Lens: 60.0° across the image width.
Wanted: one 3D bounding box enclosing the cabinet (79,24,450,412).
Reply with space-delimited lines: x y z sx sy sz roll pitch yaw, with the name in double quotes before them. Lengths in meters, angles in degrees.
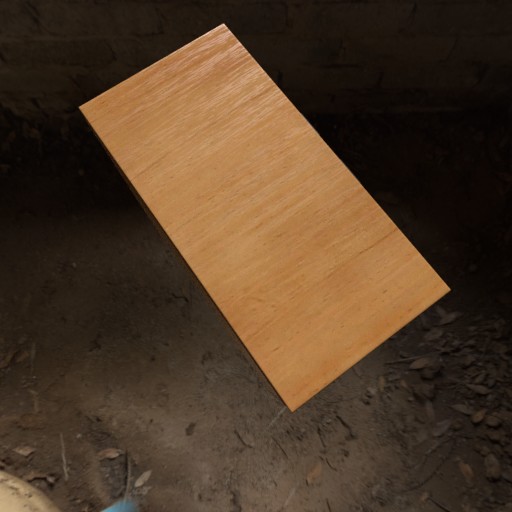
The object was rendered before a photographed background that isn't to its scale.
"cabinet" 0.000 0.000 1.422 0.419 1.001 0.800 -35 77 -9
